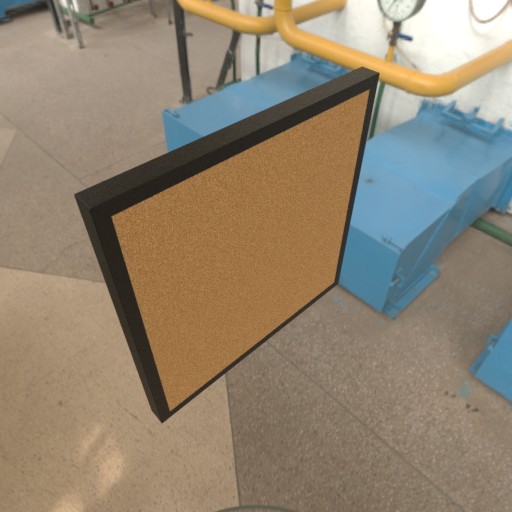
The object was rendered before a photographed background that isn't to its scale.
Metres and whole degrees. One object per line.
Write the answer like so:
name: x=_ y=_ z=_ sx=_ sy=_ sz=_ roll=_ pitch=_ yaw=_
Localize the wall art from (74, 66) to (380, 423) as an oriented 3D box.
wall art: x=0.000 y=0.000 z=0.773 sx=0.508 sy=0.508 sz=0.036 roll=-33 pitch=54 yaw=-29
